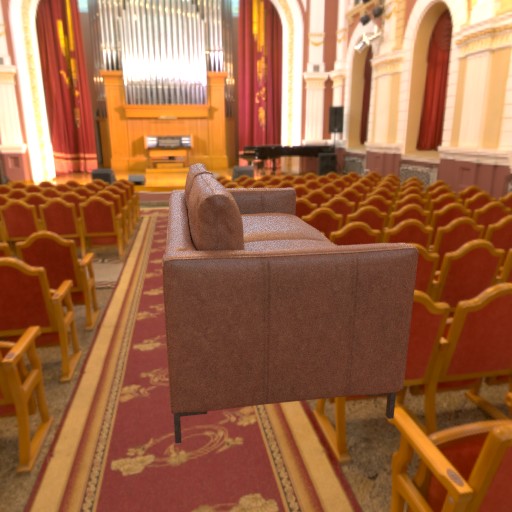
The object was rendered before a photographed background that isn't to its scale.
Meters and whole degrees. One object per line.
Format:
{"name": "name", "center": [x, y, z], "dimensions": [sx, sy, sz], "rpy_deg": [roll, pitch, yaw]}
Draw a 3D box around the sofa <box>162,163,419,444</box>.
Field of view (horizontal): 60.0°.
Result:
{"name": "sofa", "center": [0.000, 0.000, 2.326], "dimensions": [0.899, 0.883, 1.797], "rpy_deg": [-3, 16, -10]}
